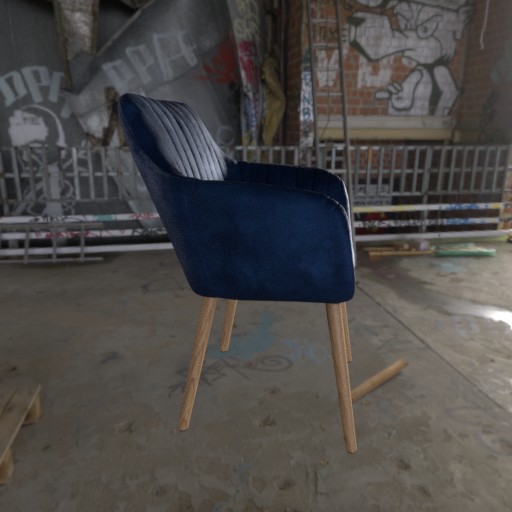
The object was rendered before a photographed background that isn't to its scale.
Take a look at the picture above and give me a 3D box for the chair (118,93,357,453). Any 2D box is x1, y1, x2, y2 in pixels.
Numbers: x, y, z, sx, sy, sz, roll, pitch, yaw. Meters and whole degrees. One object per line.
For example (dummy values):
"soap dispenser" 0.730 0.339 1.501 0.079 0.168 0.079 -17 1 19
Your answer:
"chair" 0.000 0.000 1.215 0.573 0.826 0.578 3 16 10
